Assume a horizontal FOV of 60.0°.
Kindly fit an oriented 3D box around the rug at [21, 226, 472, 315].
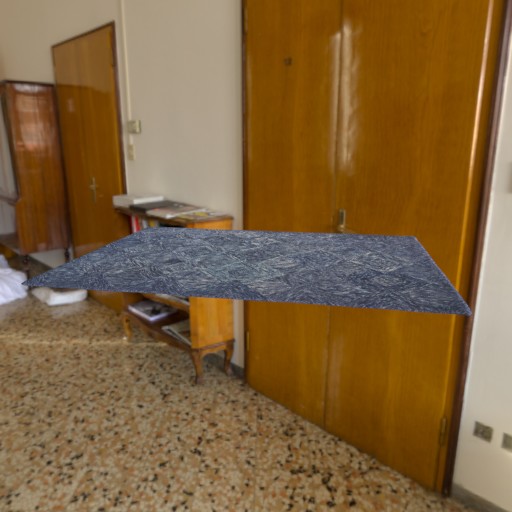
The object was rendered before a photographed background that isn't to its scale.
[{"bbox_3d":[0.000,0.000,4.202,3.245,0.024,2.385,3,15,10],"label":"rug"}]
